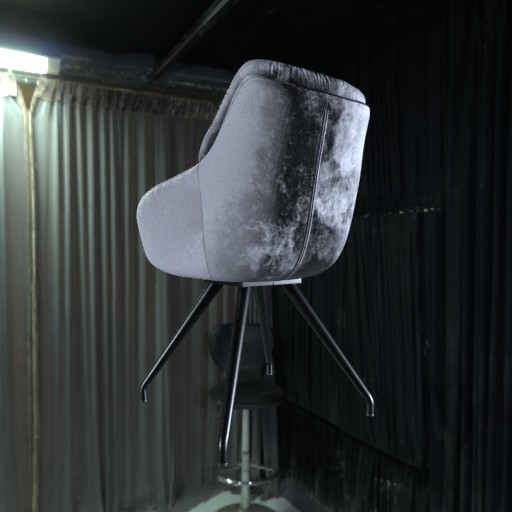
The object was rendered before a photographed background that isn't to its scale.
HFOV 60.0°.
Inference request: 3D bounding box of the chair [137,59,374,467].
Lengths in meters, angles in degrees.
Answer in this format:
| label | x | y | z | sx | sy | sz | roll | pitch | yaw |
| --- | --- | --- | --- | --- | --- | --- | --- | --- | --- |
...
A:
| label | x | y | z | sx | sy | sz | roll | pitch | yaw |
| --- | --- | --- | --- | --- | --- | --- | --- | --- | --- |
| chair | 0.000 | 0.000 | 1.261 | 0.579 | 0.888 | 0.569 | -1 | 2 | -35 |
